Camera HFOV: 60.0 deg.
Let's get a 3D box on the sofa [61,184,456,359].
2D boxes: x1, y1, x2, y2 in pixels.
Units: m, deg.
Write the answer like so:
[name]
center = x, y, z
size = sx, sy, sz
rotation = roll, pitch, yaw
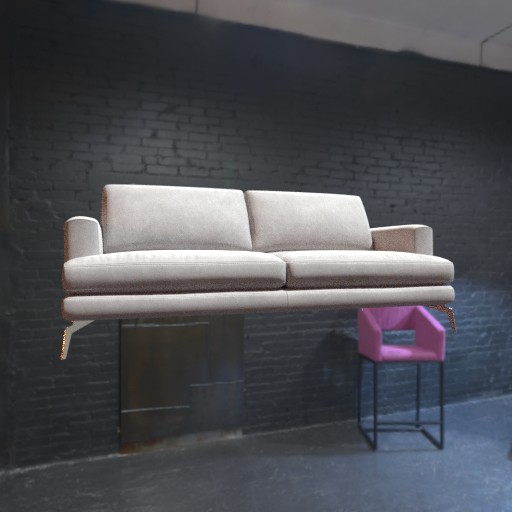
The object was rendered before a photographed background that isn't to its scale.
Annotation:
[sofa]
center = 0.000, 0.000, 2.566
size = 2.013, 0.830, 0.980
rotation = 0, 0, -18
